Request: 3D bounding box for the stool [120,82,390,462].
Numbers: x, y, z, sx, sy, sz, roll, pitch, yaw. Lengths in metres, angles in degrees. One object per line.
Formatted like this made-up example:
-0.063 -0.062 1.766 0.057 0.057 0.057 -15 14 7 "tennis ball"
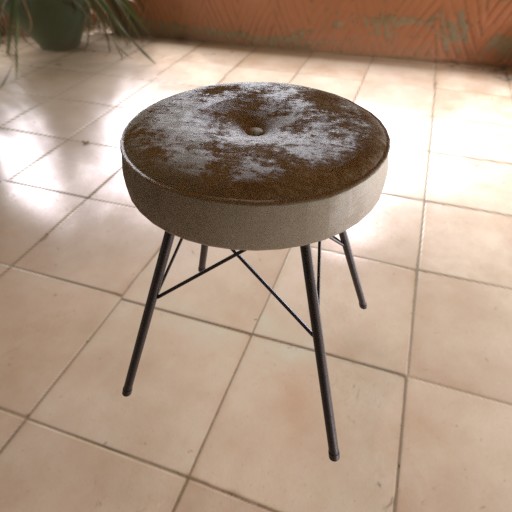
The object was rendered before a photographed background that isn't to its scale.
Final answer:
0.000 0.000 0.844 0.457 0.538 0.423 12 42 13 "stool"
